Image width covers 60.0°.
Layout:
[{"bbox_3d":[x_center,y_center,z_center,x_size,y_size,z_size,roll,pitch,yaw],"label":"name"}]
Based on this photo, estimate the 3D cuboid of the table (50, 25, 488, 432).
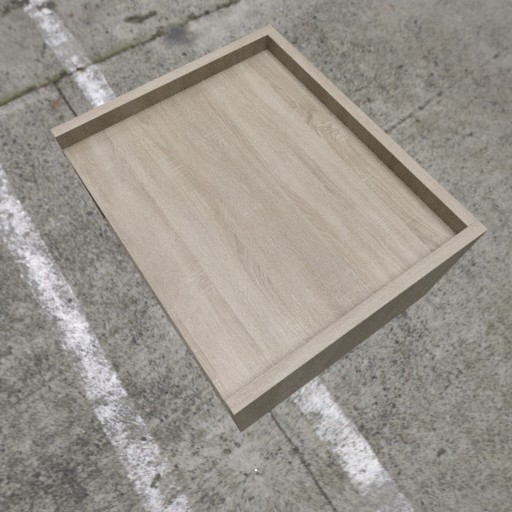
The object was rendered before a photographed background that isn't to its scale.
[{"bbox_3d":[0.000,0.000,0.781,0.370,0.470,0.450,-32,68,-14],"label":"table"}]
